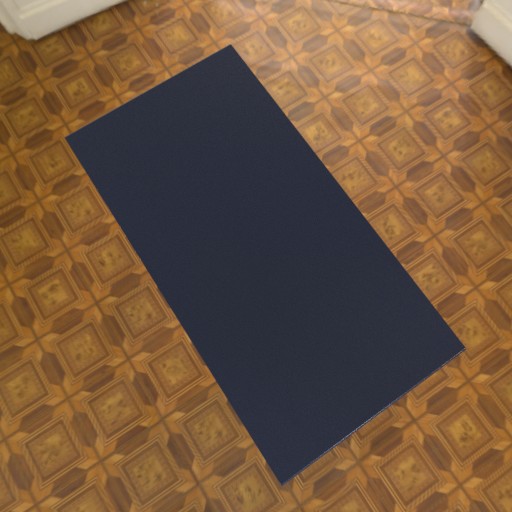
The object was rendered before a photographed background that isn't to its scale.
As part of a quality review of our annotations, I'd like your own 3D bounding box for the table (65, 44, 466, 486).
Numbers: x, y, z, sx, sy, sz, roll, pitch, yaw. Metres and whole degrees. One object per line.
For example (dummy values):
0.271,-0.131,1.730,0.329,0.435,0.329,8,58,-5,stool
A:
0.000,0.000,1.379,0.572,0.457,1.067,-33,78,-8,table
